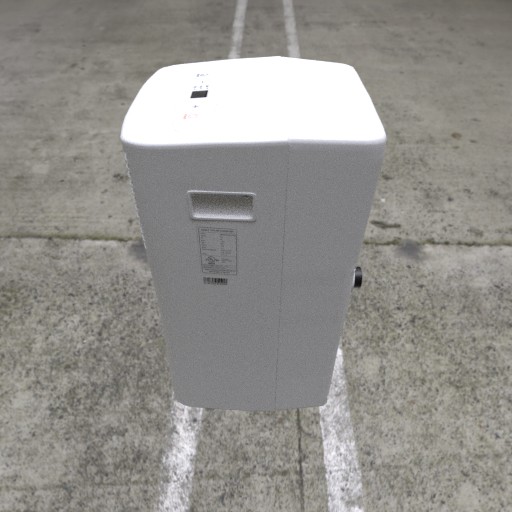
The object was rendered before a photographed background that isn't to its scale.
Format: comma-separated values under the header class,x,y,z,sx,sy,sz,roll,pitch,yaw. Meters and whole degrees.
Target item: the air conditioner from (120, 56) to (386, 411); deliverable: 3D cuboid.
class,x,y,z,sx,sy,sz,roll,pitch,yaw
air conditioner,0.000,0.000,0.807,0.349,0.606,0.304,0,41,0
